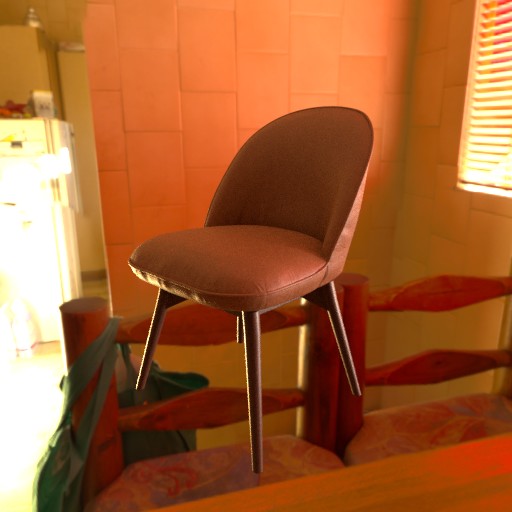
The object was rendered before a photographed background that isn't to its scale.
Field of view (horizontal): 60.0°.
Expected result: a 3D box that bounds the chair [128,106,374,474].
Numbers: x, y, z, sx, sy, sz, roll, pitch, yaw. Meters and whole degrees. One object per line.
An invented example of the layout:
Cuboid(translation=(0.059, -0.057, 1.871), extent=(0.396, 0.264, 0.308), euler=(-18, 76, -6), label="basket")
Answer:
Cuboid(translation=(0.000, 0.000, 1.256), extent=(0.521, 0.831, 0.631), euler=(14, 21, 42), label="chair")
